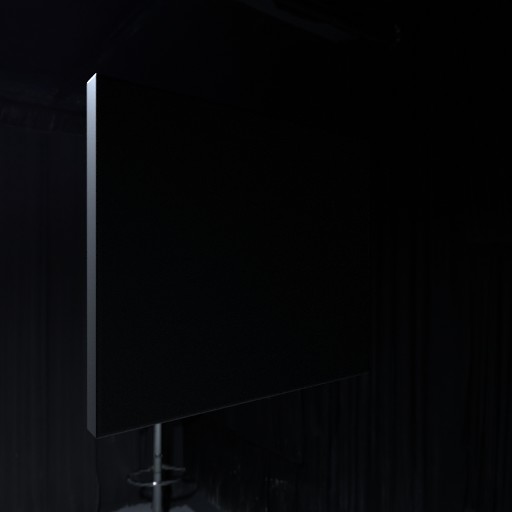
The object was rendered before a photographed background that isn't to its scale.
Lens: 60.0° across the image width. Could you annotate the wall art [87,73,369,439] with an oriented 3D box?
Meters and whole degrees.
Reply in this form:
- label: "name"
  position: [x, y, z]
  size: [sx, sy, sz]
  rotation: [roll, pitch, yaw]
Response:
- label: "wall art"
  position: [0.000, 0.000, 0.524]
  size: [0.380, 0.330, 0.028]
  rotation: [0, 0, -37]
